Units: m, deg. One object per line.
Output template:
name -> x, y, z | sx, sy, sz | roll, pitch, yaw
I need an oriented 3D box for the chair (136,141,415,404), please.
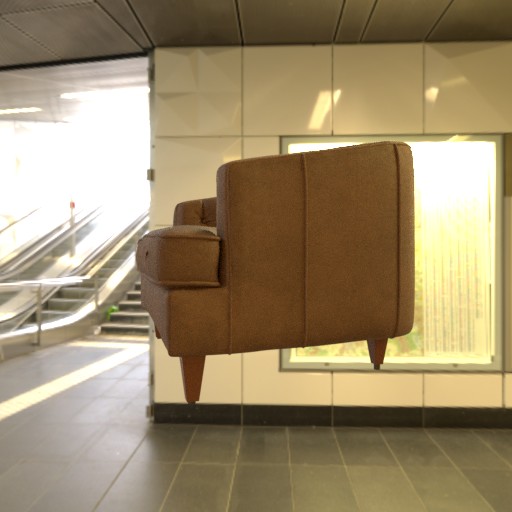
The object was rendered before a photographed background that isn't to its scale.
chair -> 0.000, 0.000, 1.746 | 0.914, 0.787, 1.118 | 0, 0, -17
